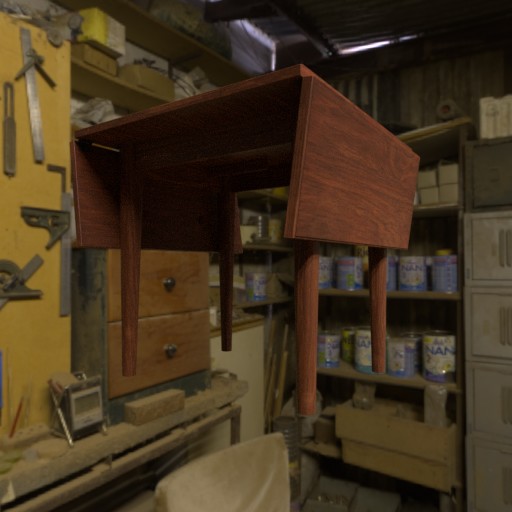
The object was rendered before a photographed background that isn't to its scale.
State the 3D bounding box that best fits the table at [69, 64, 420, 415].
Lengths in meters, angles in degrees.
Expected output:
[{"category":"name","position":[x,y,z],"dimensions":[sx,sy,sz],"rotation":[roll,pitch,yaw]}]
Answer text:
[{"category":"table","position":[0.000,0.000,1.452],"dimensions":[0.843,0.763,0.812],"rotation":[-1,-2,35]}]
